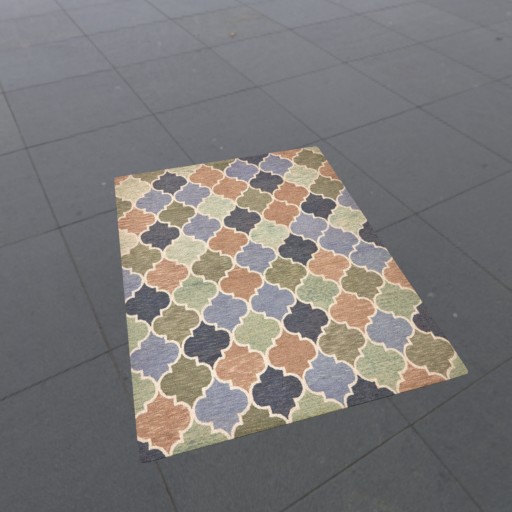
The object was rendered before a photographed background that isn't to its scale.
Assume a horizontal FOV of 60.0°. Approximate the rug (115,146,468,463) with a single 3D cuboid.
[{"bbox_3d":[0.000,0.000,4.157,2.439,0.013,3.200,-11,47,-11],"label":"rug"}]
